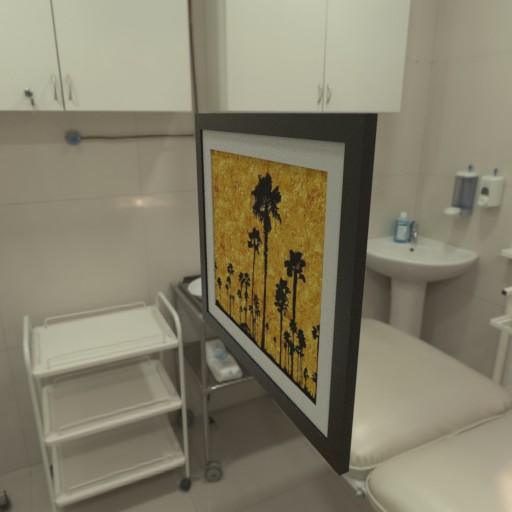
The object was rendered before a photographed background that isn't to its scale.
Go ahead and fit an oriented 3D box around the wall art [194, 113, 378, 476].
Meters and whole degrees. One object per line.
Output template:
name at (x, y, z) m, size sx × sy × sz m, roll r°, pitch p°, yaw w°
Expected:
wall art at (0.000, 0.000, 0.540) m, size 0.012 × 0.332 × 0.383 m, roll -9°, pitch 20°, yaw -25°
